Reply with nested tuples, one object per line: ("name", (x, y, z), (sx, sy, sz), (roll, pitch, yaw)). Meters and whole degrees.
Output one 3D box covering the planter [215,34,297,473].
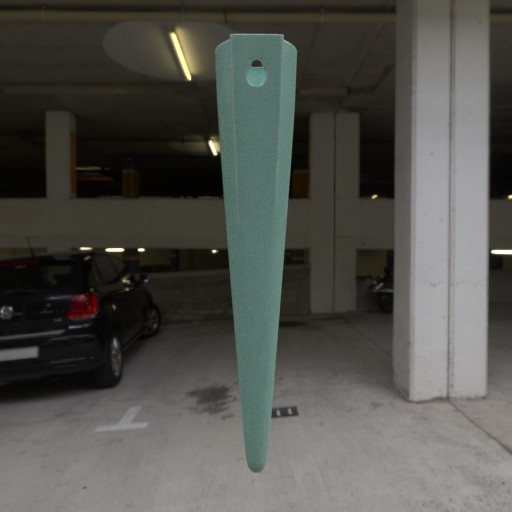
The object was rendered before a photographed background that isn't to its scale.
("planter", (0.000, 0.000, 0.295), (0.054, 0.268, 0.055), (0, 1, -1))
